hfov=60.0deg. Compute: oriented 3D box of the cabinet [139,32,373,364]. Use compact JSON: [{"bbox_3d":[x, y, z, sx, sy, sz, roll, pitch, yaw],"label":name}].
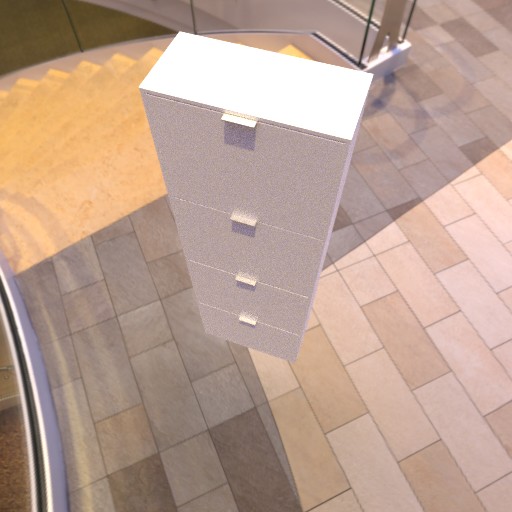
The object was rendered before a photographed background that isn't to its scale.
[{"bbox_3d":[0.000,0.000,1.769,0.520,1.630,0.255,17,61,10],"label":"cabinet"}]
